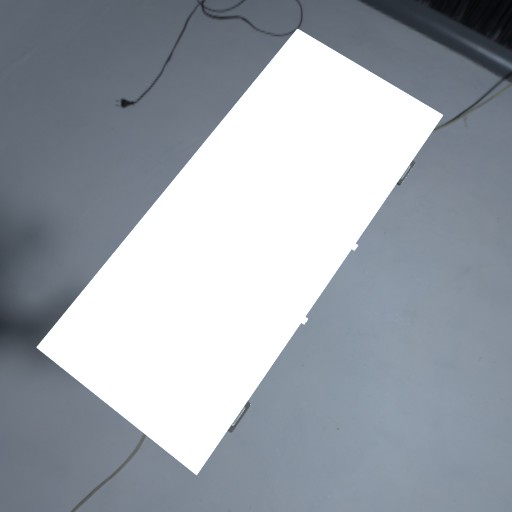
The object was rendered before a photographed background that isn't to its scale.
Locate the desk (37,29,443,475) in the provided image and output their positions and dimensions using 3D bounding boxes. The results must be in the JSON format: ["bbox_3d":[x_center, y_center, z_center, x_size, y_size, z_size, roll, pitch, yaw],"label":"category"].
[{"bbox_3d":[0.000,0.000,1.714,0.589,0.762,1.313,35,78,8],"label":"desk"}]
